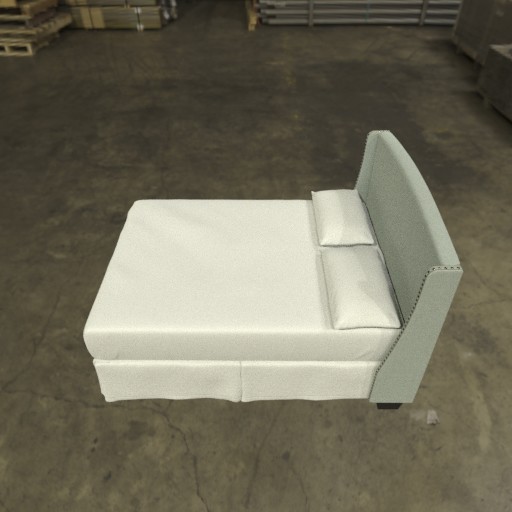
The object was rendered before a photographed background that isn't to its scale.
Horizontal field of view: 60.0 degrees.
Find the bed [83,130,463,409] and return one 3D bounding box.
[{"bbox_3d":[0.000,0.000,3.349,2.237,1.407,1.710,0,40,0],"label":"bed"}]
